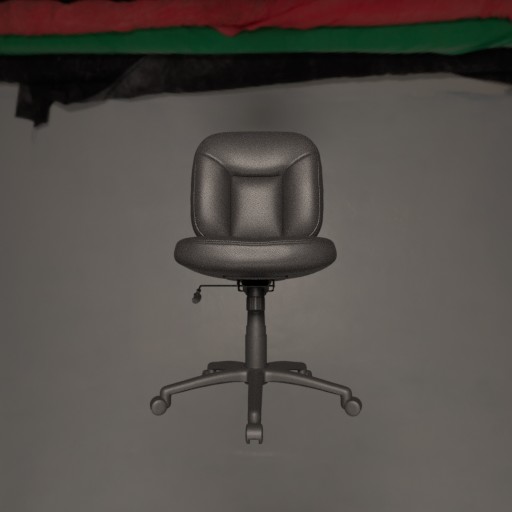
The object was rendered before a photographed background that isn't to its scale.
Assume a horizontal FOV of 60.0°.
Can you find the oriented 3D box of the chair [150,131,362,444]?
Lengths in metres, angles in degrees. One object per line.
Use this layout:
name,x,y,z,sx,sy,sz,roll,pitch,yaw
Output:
chair,0.000,0.000,1.431,0.647,0.959,0.646,0,-1,1
